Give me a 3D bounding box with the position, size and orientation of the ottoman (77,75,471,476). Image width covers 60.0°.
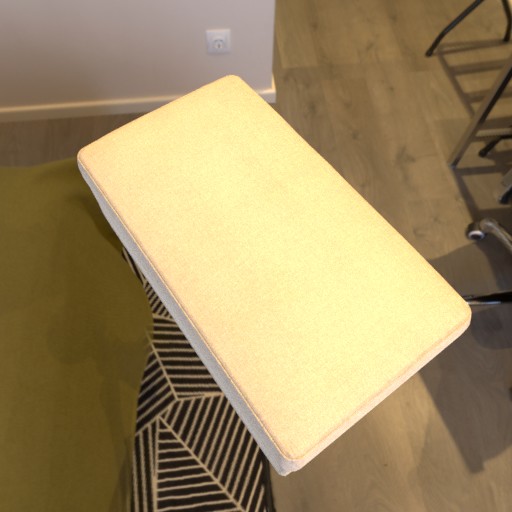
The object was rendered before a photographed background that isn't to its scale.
[{"bbox_3d":[0.000,0.000,1.387,0.617,0.448,1.097,-33,67,-16],"label":"ottoman"}]
